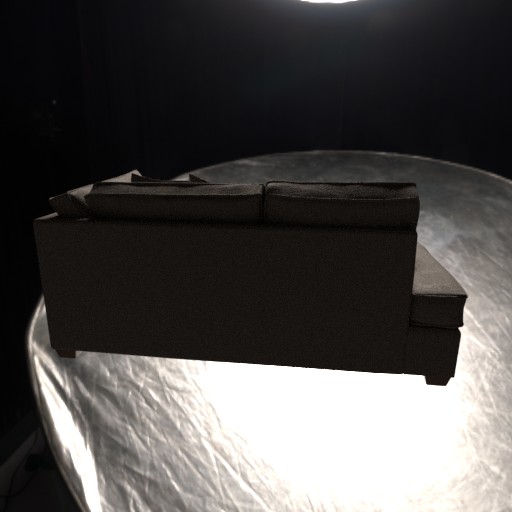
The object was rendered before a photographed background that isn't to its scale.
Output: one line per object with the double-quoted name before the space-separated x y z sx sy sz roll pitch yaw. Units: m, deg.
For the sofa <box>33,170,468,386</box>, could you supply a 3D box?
"sofa" 0.000 0.000 2.774 2.237 1.033 1.110 2 17 8
